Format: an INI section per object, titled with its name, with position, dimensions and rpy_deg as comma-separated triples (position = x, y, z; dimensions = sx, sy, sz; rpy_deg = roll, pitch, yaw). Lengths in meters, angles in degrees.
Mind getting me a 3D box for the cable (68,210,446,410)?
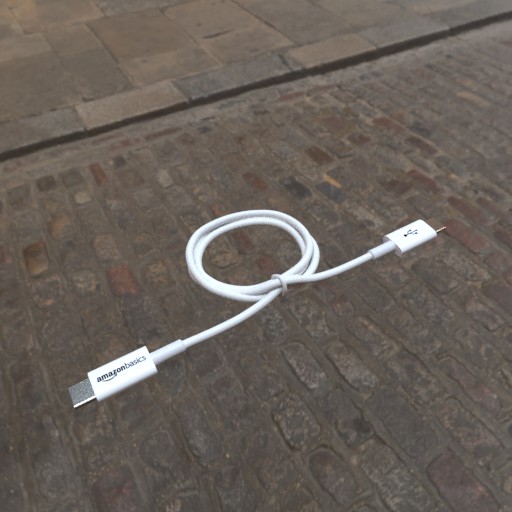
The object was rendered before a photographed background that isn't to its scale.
[cable]
position = 0.000, 0.000, 0.226
dimensions = 0.203, 0.014, 0.070
rpy_deg = -24, 52, -20
